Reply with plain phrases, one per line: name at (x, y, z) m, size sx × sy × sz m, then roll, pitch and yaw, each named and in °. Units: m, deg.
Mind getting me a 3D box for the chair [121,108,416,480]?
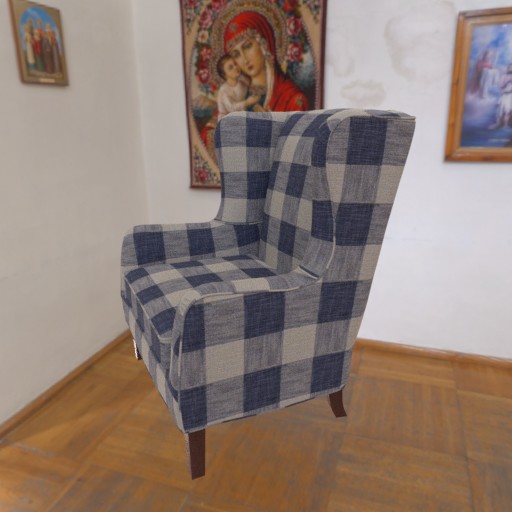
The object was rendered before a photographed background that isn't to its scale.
chair at (0.000, 0.000, 1.641) m, size 0.889 × 1.041 × 0.830 m, roll -9°, pitch 20°, yaw -25°
